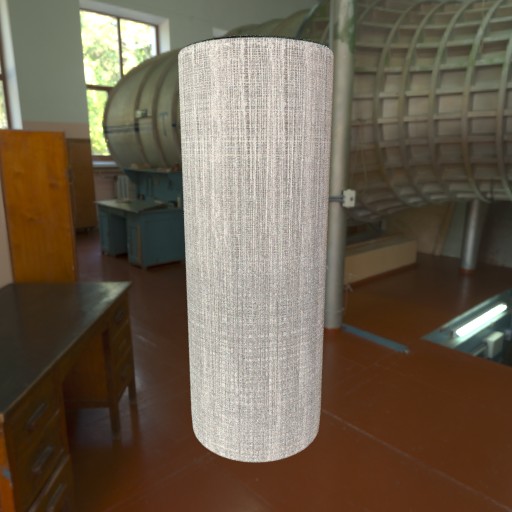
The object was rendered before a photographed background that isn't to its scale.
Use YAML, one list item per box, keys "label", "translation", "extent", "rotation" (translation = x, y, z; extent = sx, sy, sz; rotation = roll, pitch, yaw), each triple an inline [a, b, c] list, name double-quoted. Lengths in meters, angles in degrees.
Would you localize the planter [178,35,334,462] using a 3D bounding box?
- label: "planter"
  translation: [0.000, 0.000, 0.319]
  extent: [0.100, 0.270, 0.100]
  rotation: [-2, 14, -8]
